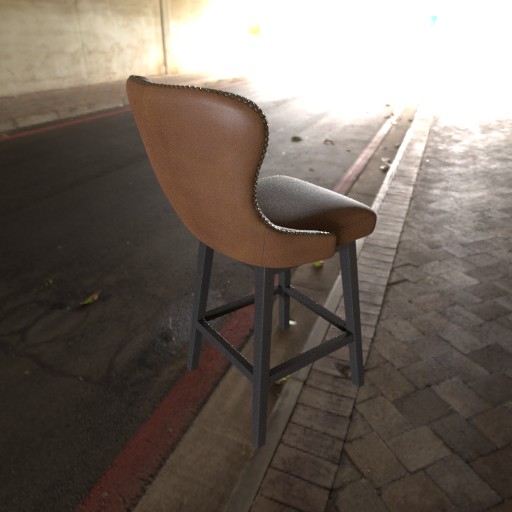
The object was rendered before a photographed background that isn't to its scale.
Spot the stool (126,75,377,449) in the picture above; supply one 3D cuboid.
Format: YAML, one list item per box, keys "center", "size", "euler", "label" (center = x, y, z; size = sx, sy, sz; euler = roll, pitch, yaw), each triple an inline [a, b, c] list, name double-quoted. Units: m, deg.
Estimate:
- center: [0.000, 0.000, 1.274]
  size: [0.593, 0.971, 0.528]
  euler: [-18, 32, -31]
  label: "stool"
